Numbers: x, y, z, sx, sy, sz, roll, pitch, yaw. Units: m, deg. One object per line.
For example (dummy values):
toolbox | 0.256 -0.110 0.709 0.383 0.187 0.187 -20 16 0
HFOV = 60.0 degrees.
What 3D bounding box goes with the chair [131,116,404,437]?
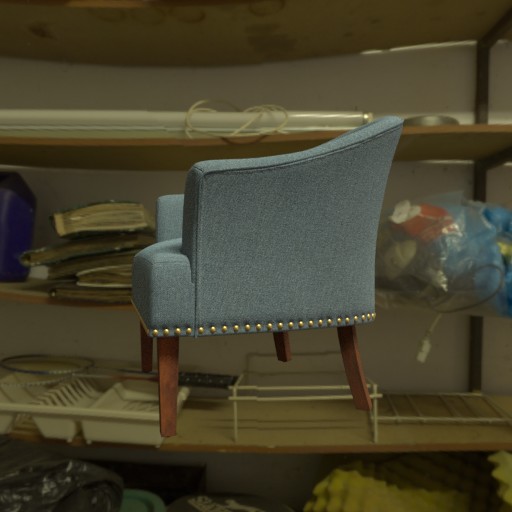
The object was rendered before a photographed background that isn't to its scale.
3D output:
chair | 0.000 0.000 1.355 0.704 0.815 0.772 0 1 -19
